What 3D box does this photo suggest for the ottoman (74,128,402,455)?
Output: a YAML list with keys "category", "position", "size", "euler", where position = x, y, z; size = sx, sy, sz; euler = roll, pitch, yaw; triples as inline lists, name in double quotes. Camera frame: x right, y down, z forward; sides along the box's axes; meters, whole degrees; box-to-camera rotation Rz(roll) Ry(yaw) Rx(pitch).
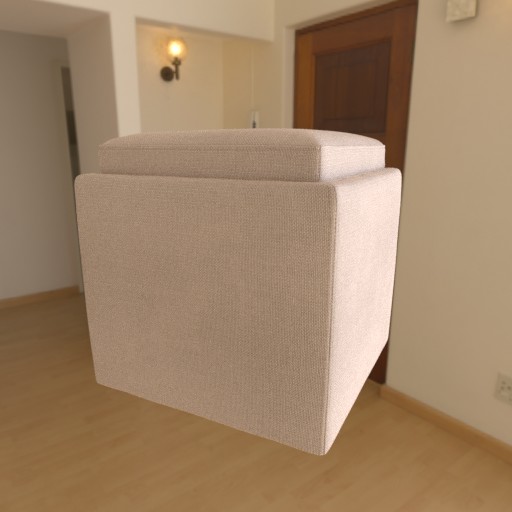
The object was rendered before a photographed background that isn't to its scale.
- category: "ottoman"
  position: [0.000, 0.000, 0.837]
  size: [0.450, 0.460, 0.451]
  euler: [7, 16, 26]
